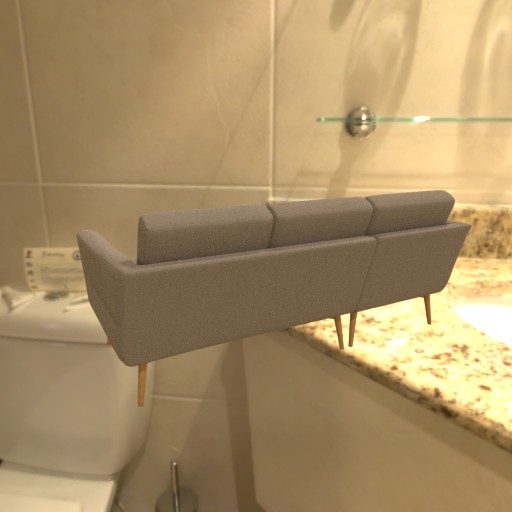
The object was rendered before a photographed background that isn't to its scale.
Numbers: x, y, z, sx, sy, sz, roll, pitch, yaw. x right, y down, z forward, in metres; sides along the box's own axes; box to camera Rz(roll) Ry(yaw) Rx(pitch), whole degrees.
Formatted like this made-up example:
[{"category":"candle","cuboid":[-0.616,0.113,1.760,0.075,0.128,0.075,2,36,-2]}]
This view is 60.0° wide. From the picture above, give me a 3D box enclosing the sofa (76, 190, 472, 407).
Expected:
[{"category":"sofa","cuboid":[0.000,0.000,2.770,2.040,0.860,1.530,-8,17,-28]}]
